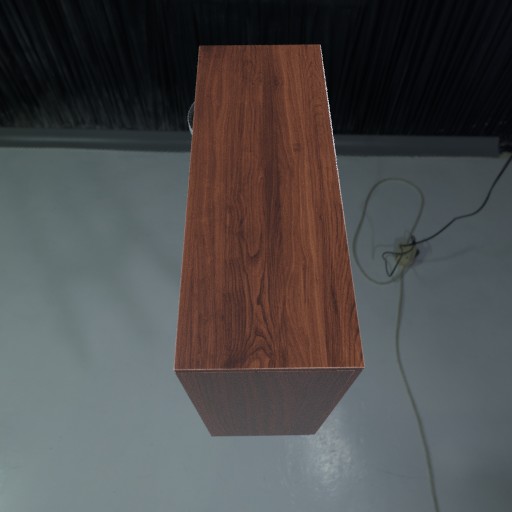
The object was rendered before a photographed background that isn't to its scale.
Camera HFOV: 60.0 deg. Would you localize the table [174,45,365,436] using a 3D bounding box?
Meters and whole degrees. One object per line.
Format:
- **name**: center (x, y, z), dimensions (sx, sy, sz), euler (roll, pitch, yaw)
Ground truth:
- **table**: center (0.000, 0.000, 1.370), dimensions (0.380, 0.790, 0.930), euler (-1, 60, 0)
